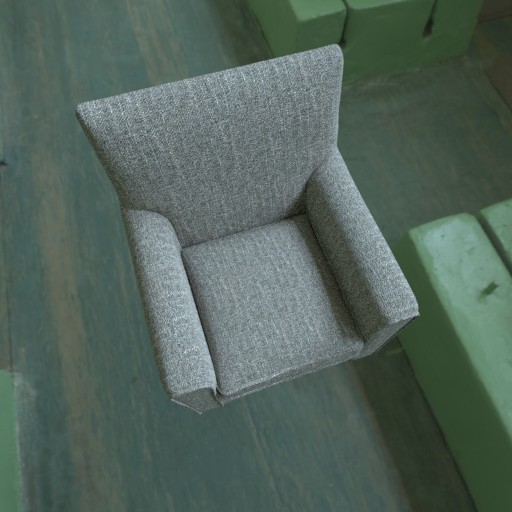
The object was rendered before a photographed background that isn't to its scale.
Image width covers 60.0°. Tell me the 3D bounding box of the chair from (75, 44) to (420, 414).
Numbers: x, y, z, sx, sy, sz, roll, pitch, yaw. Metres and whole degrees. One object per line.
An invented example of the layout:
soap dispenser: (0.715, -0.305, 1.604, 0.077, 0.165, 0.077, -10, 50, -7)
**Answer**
chair: (0.000, 0.000, 1.610, 0.864, 0.928, 0.873, -17, 65, -8)
